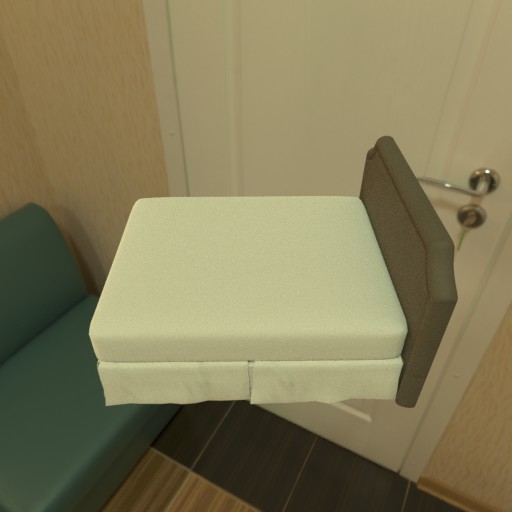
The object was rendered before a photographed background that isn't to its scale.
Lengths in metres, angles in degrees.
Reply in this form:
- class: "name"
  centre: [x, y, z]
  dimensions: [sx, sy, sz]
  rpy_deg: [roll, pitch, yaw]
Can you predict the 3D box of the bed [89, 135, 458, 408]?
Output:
- class: "bed"
  centre: [0.000, 0.000, 3.335]
  dimensions: [2.181, 1.297, 1.831]
  rpy_deg: [0, 40, -1]
